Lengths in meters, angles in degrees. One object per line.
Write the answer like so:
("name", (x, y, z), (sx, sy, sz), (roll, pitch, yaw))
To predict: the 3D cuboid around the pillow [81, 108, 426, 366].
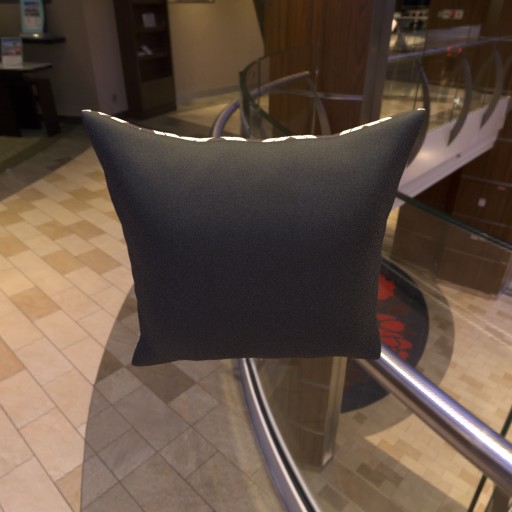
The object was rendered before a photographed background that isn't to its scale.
("pillow", (0.000, 0.000, 0.768), (0.504, 0.494, 0.188), (-1, 30, -2))
